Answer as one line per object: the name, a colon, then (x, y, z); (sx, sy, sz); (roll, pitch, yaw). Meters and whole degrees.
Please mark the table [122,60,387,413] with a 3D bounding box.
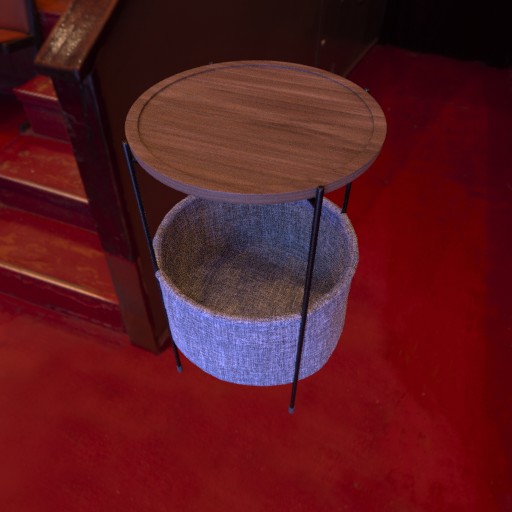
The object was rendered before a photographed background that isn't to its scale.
table: (0.000, 0.000, 0.892); (0.400, 0.623, 0.400); (16, 48, 15)
